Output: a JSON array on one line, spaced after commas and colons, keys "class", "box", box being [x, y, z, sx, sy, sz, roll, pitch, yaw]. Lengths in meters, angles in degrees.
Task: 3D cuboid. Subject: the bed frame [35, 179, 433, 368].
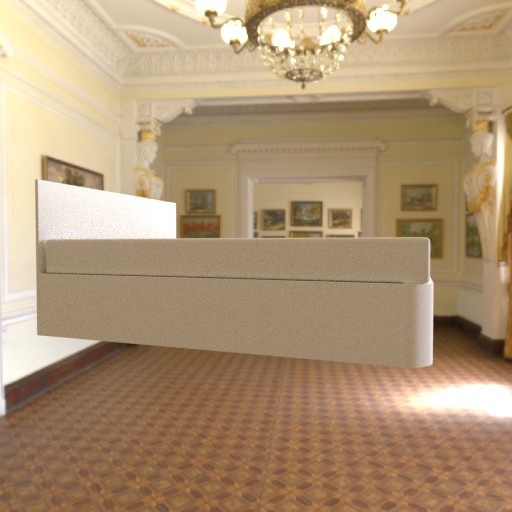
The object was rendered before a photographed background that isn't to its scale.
[{"class": "bed frame", "box": [0.000, 0.000, 2.619, 1.900, 0.800, 1.400, 1, 2, 19]}]
